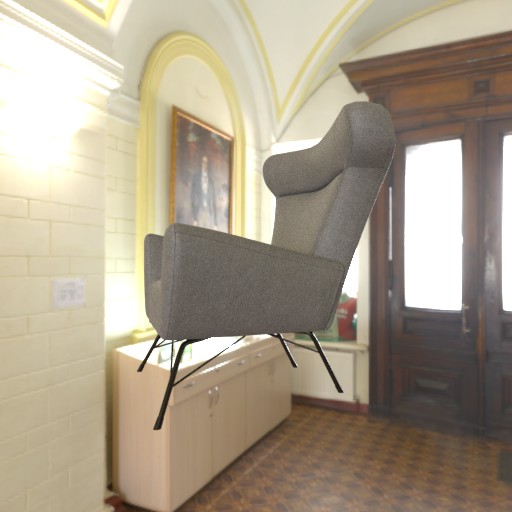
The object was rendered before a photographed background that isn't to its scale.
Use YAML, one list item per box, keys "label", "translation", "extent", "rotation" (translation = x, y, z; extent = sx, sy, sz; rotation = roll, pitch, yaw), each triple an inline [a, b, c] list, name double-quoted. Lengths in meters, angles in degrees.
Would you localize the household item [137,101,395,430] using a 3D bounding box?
- label: "household item"
  translation: [0.000, 0.000, 1.825]
  extent: [0.900, 1.050, 0.980]
  rotation: [0, -1, -19]
